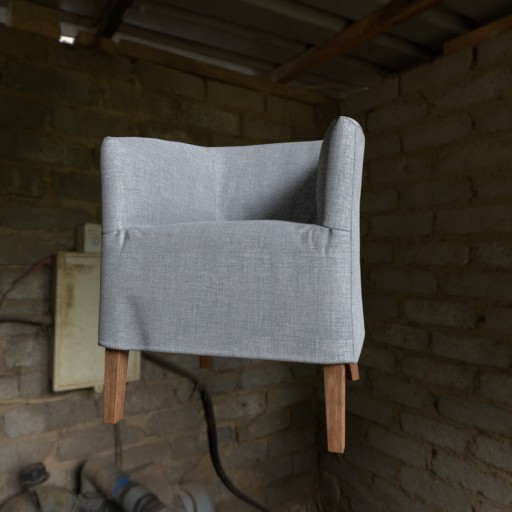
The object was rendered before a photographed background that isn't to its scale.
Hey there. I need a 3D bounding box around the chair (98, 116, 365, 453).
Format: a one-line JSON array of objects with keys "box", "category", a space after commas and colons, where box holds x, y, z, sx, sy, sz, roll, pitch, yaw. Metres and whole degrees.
[{"box": [0.000, 0.000, 1.250, 0.600, 0.771, 0.668, 0, 0, 17], "category": "chair"}]
